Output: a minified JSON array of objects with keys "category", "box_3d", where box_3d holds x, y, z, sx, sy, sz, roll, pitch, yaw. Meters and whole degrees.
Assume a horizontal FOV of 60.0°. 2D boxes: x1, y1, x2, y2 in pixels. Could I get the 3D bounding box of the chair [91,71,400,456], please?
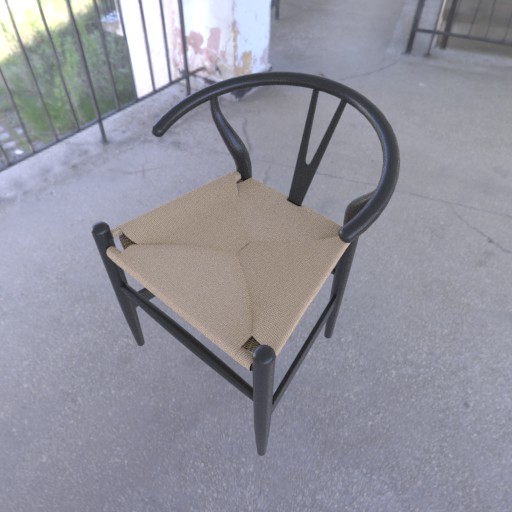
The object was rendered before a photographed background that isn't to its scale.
[{"category":"chair","box_3d":[0.000,0.000,1.149,0.570,0.739,0.570,33,55,27]}]
